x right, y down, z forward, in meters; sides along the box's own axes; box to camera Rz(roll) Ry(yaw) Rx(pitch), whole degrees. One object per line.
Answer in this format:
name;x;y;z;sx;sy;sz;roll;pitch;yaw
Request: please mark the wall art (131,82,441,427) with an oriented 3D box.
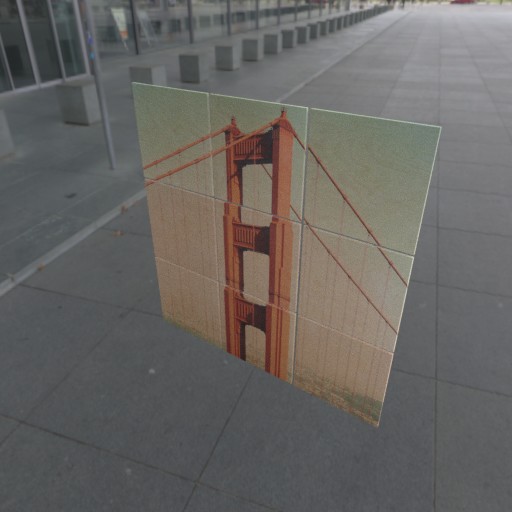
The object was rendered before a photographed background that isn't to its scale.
wall art;0.000;0.000;2.253;1.517;1.523;0.013;19;36;29
